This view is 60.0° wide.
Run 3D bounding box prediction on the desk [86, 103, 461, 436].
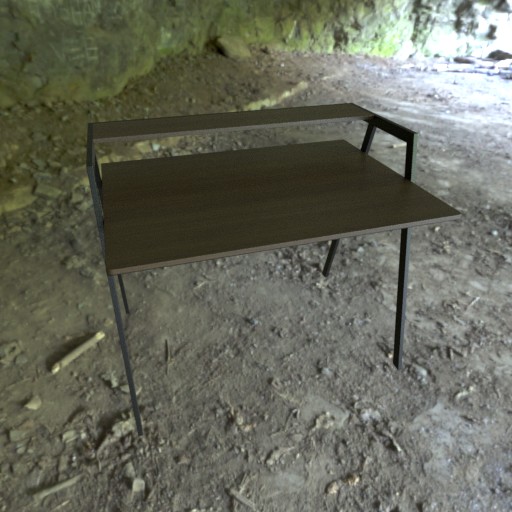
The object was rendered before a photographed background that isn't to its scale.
[{"bbox_3d":[0.000,0.000,1.835,1.143,0.998,0.936,-9,33,-15],"label":"desk"}]
